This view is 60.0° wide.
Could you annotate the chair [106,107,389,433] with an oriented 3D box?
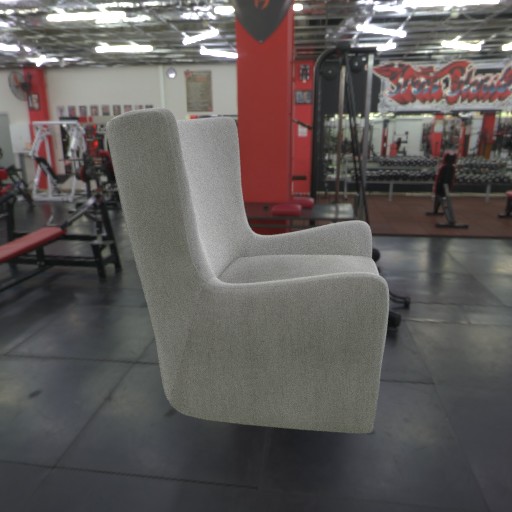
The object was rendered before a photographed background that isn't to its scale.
[{"bbox_3d":[0.000,0.000,1.623,0.904,1.000,0.779,3,16,10],"label":"chair"}]
